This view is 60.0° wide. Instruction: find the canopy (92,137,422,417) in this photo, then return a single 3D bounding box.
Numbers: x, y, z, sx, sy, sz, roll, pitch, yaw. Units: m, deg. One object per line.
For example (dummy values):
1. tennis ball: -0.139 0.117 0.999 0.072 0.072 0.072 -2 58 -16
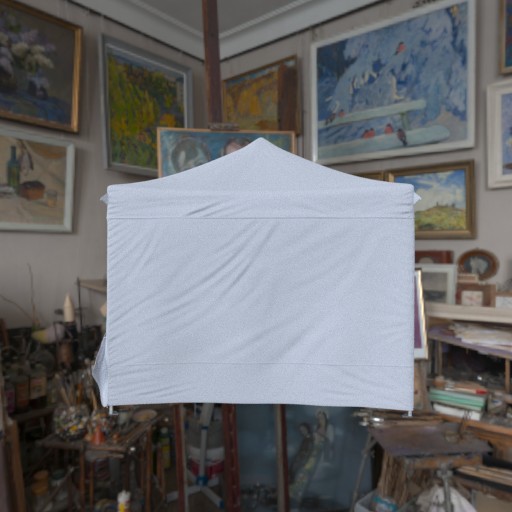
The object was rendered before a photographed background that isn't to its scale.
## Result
1. canopy: 0.000 0.000 5.609 3.121 2.997 3.043 0 1 1
